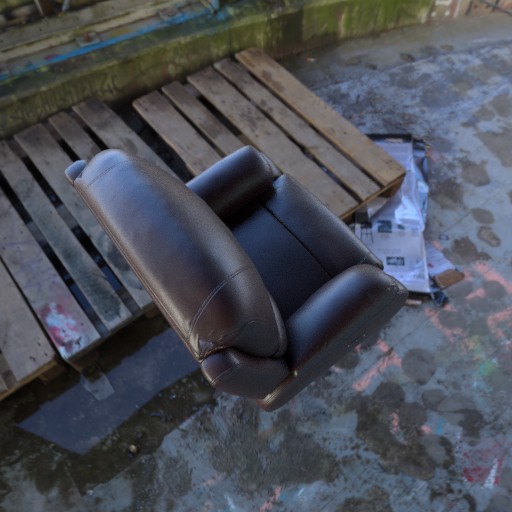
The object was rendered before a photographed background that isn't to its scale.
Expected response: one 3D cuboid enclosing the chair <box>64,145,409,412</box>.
[{"bbox_3d":[0.000,0.000,1.702,0.899,1.011,0.930,-33,63,-19],"label":"chair"}]
